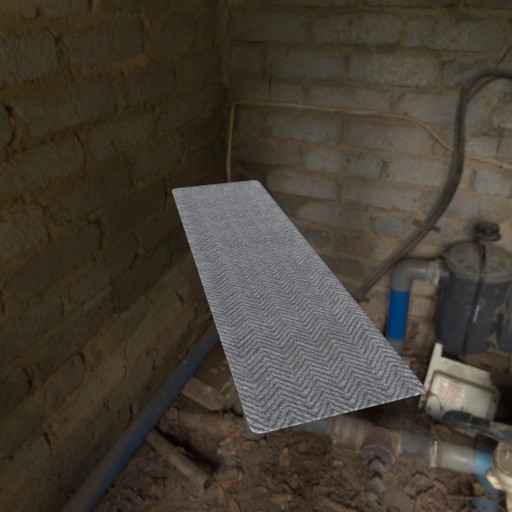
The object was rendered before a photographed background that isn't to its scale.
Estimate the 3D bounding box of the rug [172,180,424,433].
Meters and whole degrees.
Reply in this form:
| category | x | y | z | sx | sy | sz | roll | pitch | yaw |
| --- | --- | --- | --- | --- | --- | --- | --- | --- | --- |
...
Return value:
| category | x | y | z | sx | sy | sz | roll | pitch | yaw |
| --- | --- | --- | --- | --- | --- | --- | --- | --- | --- |
| rug | 0.000 | 0.000 | 2.531 | 0.686 | 0.008 | 2.286 | -8 | 32 | -14 |
